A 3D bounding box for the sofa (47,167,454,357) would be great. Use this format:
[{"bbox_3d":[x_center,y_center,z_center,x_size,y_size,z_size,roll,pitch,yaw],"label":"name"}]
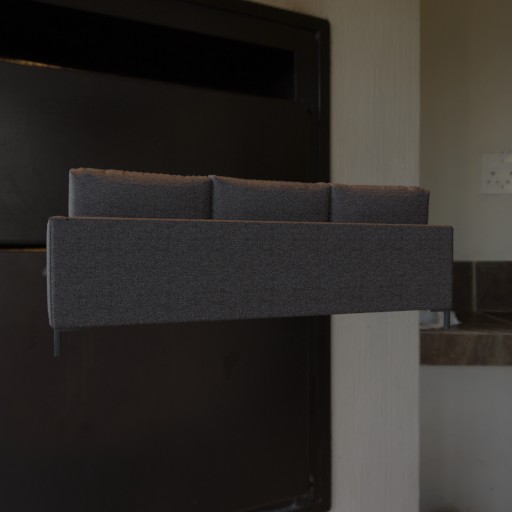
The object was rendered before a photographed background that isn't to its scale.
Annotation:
[{"bbox_3d":[0.000,0.000,2.718,2.253,0.882,0.876,0,1,-19],"label":"sofa"}]
